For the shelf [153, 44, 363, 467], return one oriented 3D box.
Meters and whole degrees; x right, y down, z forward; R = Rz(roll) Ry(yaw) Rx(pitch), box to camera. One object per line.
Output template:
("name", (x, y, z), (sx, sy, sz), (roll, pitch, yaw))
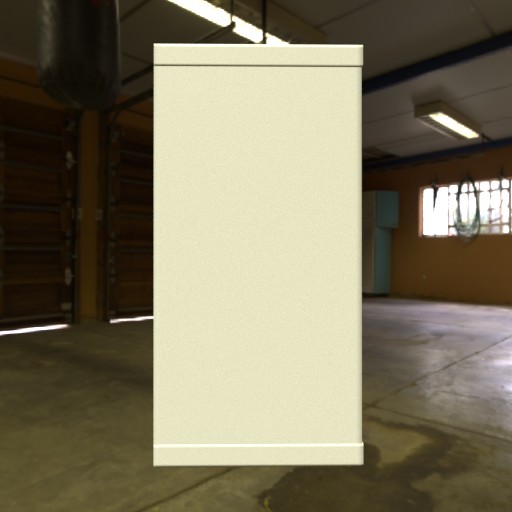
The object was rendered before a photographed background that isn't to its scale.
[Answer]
("shelf", (0.000, 0.000, 1.220), (0.390, 0.786, 0.790), (0, 0, -1))
